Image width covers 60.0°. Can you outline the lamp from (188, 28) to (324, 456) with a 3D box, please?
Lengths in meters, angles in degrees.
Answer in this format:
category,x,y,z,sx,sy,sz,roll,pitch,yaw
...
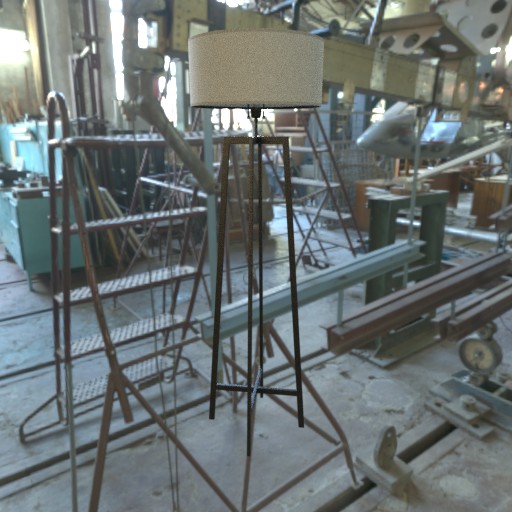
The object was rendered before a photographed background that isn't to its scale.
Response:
category,x,y,z,sx,sy,sz,roll,pitch,yaw
lamp,0.000,0.000,1.717,0.457,1.510,0.456,2,16,8
